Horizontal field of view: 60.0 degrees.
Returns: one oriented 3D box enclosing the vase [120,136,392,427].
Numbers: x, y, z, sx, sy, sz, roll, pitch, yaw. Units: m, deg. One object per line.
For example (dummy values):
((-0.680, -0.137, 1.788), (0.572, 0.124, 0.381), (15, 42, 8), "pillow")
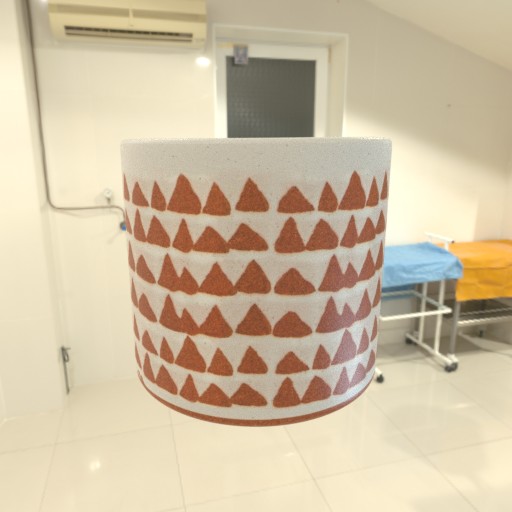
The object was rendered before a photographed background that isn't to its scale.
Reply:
((0.000, 0.000, 0.247), (0.137, 0.127, 0.137), (0, 14, 0), "vase")
